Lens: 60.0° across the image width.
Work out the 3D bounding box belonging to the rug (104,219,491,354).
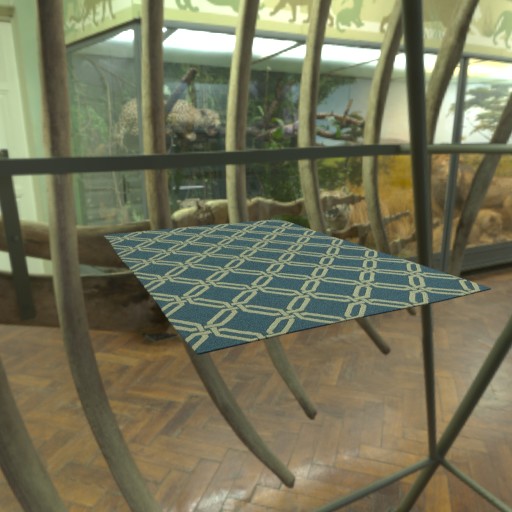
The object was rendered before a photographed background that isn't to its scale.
[{"bbox_3d":[0.000,0.000,2.745,1.524,0.013,2.135,-7,17,-26],"label":"rug"}]
